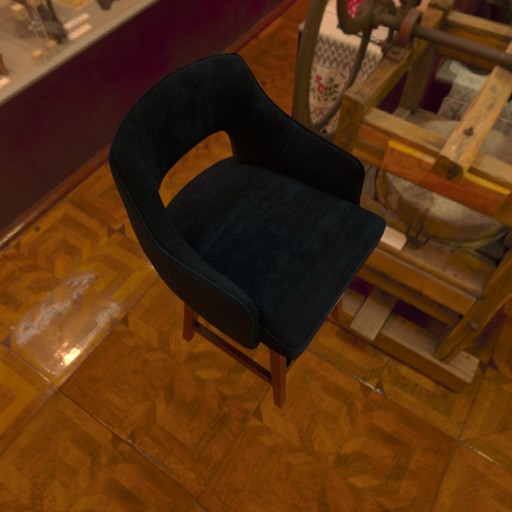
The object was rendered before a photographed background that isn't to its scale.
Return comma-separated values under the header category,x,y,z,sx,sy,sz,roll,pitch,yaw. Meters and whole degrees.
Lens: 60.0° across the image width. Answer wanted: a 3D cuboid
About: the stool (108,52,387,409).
category,x,y,z,sx,sy,sz,roll,pitch,yaw
stool,0.000,0.000,1.288,0.560,0.940,0.550,31,63,18
